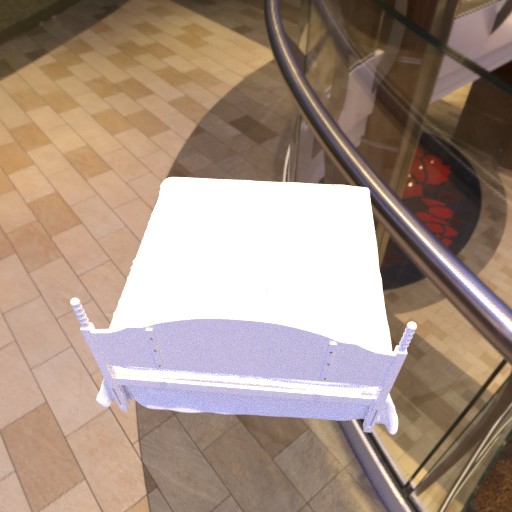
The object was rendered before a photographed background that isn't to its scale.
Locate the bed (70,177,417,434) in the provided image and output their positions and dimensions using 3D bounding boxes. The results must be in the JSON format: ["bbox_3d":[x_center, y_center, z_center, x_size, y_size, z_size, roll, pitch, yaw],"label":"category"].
[{"bbox_3d":[0.000,0.000,3.640,2.322,1.355,2.219,4,46,3],"label":"bed"}]
